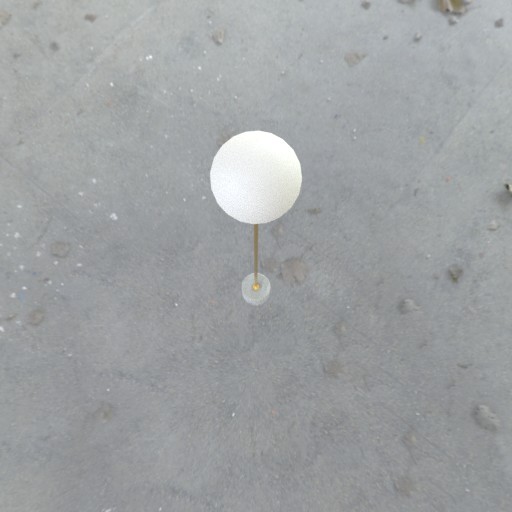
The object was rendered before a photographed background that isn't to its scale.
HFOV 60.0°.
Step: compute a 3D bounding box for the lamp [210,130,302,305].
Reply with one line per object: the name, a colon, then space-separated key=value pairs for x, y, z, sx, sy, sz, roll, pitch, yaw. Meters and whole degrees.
lamp: x=0.000 y=0.000 z=1.823 sx=0.224 sy=1.753 sz=0.224 roll=38 pitch=79 yaw=9
